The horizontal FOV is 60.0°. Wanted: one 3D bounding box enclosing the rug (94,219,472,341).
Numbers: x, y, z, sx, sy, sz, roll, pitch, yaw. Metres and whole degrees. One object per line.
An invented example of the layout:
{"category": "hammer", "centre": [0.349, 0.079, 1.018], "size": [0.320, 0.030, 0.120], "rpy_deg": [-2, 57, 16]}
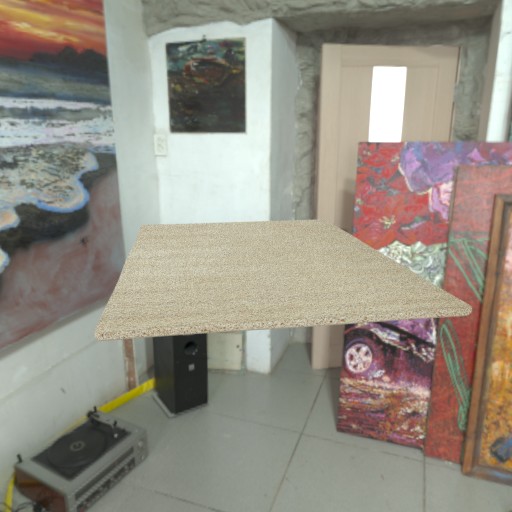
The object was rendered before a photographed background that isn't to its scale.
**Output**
{"category": "rug", "centre": [0.000, 0.000, 2.117], "size": [1.199, 0.025, 1.600], "rpy_deg": [-2, 16, -9]}
